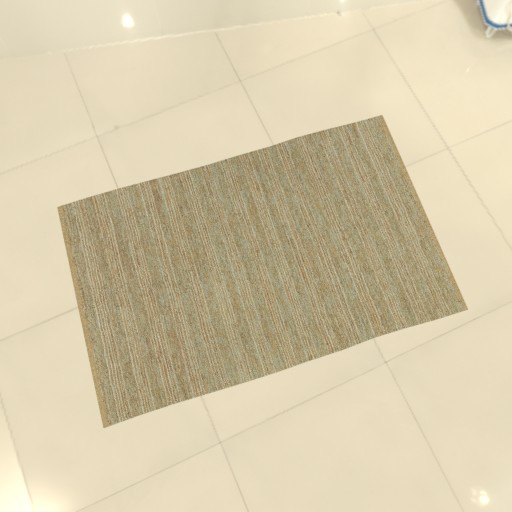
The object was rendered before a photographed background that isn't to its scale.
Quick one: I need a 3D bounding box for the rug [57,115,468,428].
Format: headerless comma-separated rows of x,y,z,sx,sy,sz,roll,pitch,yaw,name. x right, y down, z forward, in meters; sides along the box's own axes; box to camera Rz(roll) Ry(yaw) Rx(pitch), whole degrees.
0.000,0.000,3.015,2.448,0.012,1.540,-17,75,-5,rug
